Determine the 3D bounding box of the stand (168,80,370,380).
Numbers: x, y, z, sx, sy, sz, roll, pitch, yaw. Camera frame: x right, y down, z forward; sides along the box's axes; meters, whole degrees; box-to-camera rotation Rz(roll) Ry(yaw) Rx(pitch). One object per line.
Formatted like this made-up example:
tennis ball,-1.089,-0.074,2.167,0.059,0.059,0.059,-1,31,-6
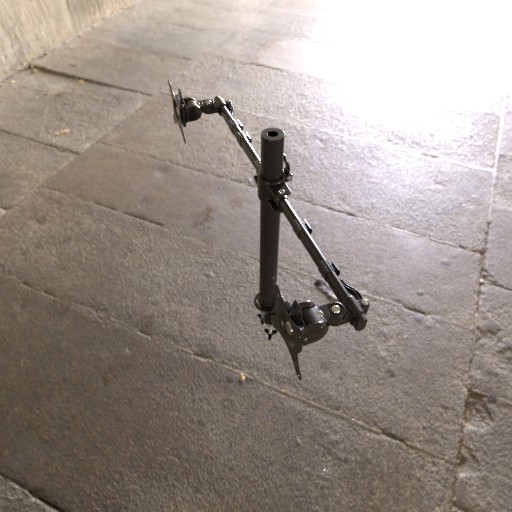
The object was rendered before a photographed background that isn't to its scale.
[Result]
stand,0.000,0.000,0.985,0.150,0.603,0.743,-16,49,-14
